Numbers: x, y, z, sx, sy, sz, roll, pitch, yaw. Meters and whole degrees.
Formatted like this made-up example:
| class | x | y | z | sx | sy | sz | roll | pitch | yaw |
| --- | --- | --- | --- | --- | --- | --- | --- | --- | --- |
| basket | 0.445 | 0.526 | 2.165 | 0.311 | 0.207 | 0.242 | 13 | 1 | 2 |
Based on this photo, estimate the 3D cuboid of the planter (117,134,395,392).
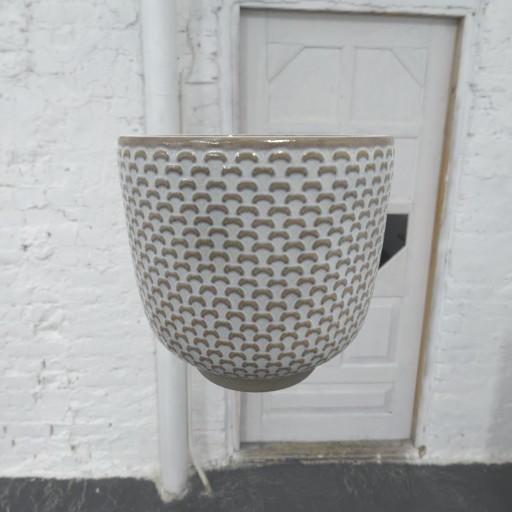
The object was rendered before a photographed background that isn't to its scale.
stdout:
| class | x | y | z | sx | sy | sz | roll | pitch | yaw |
| --- | --- | --- | --- | --- | --- | --- | --- | --- | --- |
| planter | 0.000 | 0.000 | 0.246 | 0.139 | 0.130 | 0.139 | 0 | 16 | 0 |
